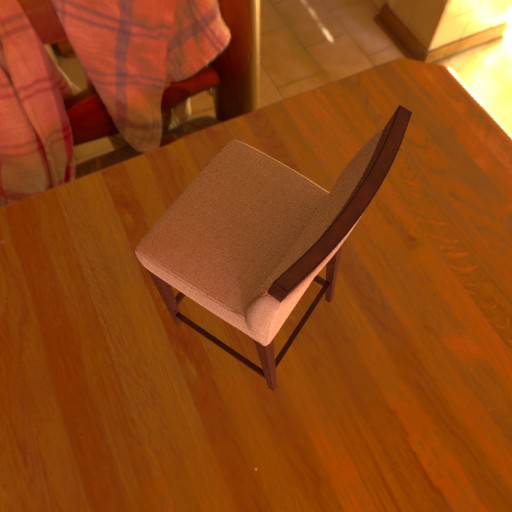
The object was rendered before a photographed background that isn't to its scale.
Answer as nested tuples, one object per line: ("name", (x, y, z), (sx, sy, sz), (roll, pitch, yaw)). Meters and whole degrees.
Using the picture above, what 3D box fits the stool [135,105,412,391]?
("stool", (0.000, 0.000, 1.277), (0.480, 1.011, 0.463), (31, 68, 14))
